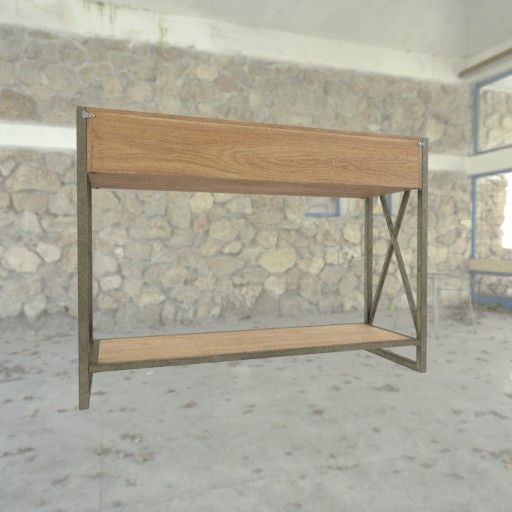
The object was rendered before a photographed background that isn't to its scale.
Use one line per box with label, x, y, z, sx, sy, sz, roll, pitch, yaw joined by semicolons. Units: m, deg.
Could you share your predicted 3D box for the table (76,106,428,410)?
table;0.000;0.000;1.444;1.059;0.763;0.361;0;1;-18
